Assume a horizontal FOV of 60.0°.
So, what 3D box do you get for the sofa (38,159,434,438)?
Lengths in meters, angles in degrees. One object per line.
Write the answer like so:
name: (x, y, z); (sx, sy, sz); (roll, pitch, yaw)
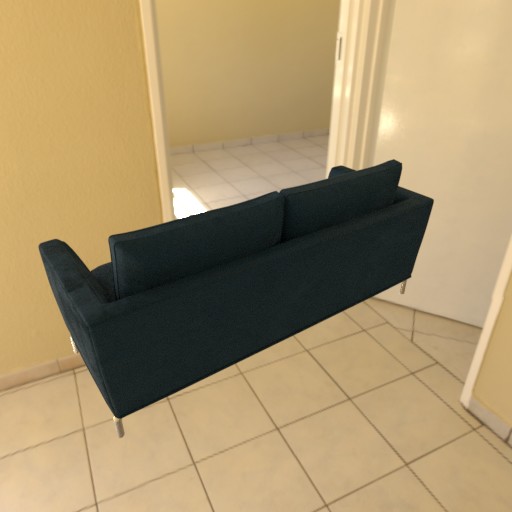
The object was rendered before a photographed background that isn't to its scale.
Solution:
sofa: (0.000, 0.000, 2.690); (2.212, 0.998, 0.853); (-19, 35, -30)
